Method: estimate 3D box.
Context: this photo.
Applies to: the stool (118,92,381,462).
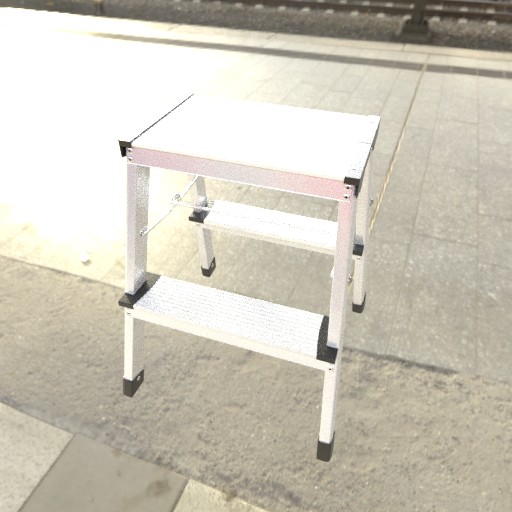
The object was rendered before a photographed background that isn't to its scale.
[{"bbox_3d":[0.000,0.000,0.791,0.404,0.480,0.405,12,41,15],"label":"stool"}]
